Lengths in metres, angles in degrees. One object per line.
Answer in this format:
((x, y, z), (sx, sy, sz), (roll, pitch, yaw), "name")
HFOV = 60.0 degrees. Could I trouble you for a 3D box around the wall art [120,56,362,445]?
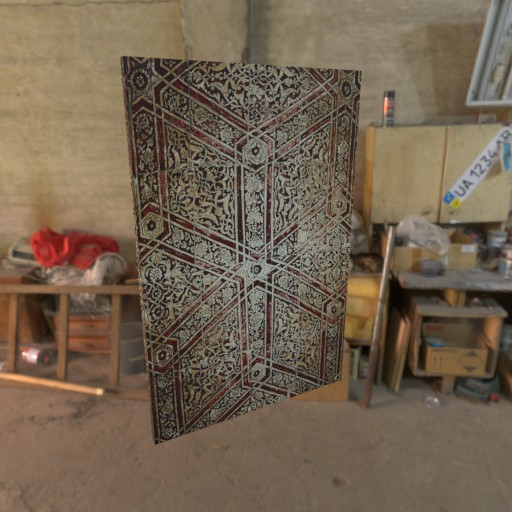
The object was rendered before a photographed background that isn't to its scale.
((0.000, 0.000, 1.137), (0.599, 0.904, 0.030), (-9, 20, -27), "wall art")
